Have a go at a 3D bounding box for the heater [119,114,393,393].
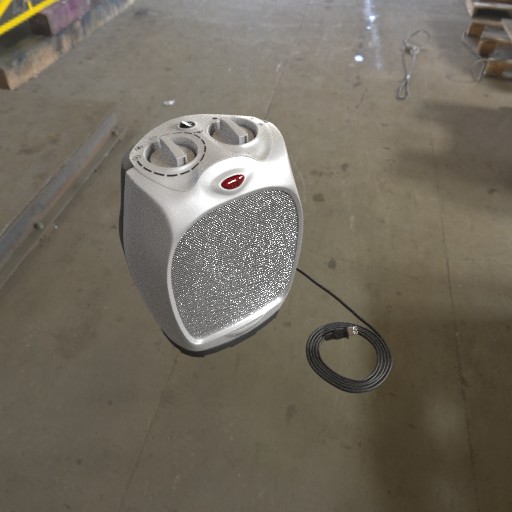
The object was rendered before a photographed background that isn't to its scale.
[{"bbox_3d":[0.000,0.000,0.465,0.239,0.255,0.291,-25,51,-22],"label":"heater"}]
